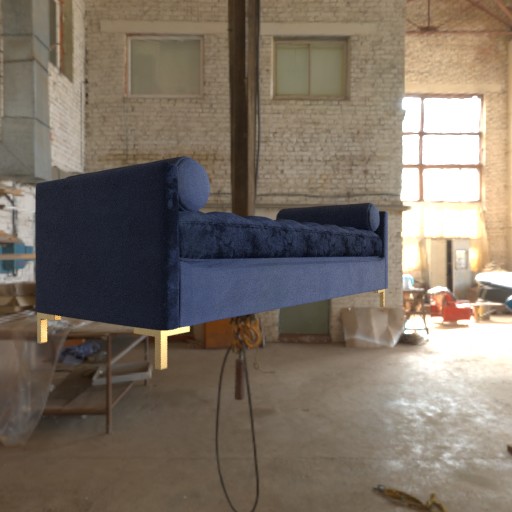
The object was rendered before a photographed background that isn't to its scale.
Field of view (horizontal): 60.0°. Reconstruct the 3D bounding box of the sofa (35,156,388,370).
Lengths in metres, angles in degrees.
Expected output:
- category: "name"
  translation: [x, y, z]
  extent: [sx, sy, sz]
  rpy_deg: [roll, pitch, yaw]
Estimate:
- category: "sofa"
  translation: [0.000, 0.000, 2.442]
  extent: [0.796, 0.705, 2.102]
  rpy_deg: [0, 0, 35]
